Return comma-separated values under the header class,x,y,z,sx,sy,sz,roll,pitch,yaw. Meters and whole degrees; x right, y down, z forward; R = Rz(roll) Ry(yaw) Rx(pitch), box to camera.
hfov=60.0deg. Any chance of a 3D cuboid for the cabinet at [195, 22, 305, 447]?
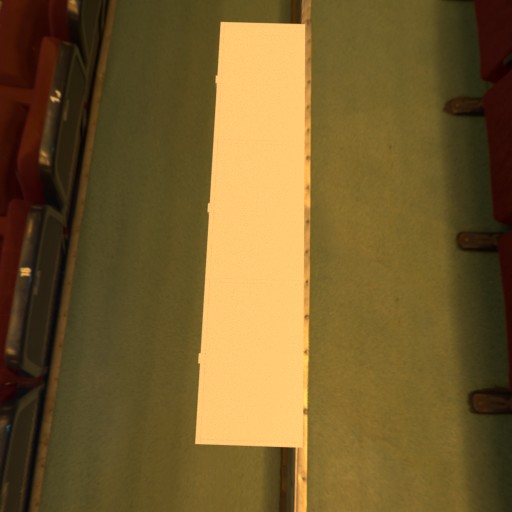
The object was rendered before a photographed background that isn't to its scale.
class,x,y,z,sx,sy,sz,roll,pitch,yaw
cabinet,0.000,0.000,3.861,0.590,2.370,2.700,2,76,0
